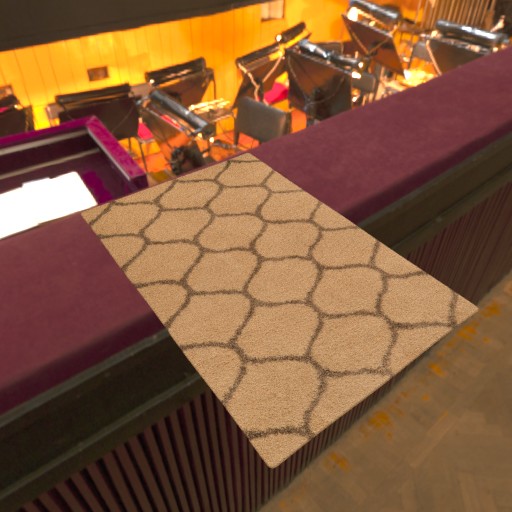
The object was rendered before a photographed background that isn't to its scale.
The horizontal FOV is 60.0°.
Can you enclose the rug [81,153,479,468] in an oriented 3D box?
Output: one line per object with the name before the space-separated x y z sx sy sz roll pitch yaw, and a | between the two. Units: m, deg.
rug | 0.000 0.000 3.430 1.801 0.026 2.701 -26 48 -26
